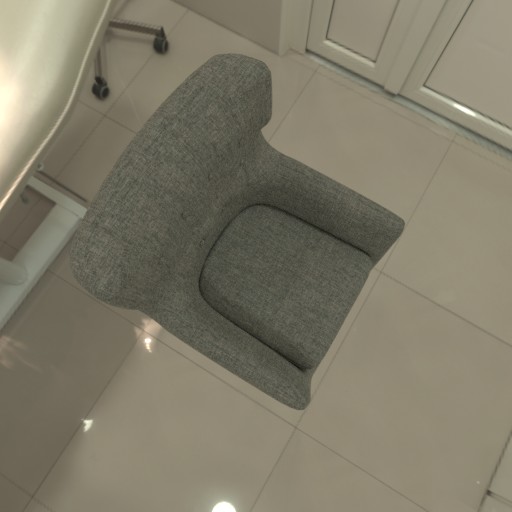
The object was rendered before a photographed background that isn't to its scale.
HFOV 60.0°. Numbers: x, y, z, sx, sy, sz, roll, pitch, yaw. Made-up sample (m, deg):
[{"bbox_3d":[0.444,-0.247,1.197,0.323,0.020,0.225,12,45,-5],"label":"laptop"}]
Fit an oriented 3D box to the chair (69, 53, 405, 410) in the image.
[{"bbox_3d":[0.000,0.000,1.744,0.904,1.063,0.878,30,77,8],"label":"chair"}]
